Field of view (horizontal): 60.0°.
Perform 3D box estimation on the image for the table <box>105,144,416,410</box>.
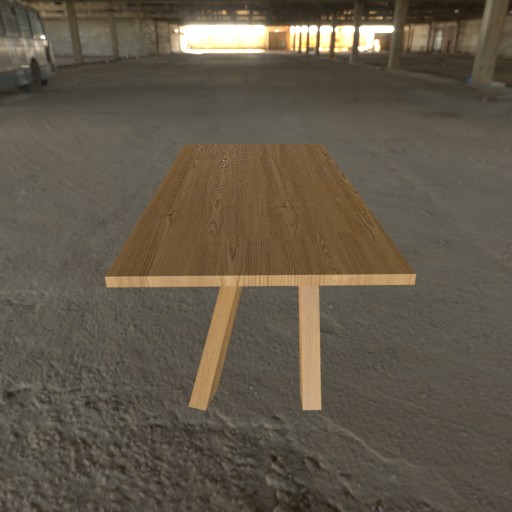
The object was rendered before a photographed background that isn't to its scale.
[{"bbox_3d":[0.000,0.000,2.251,0.901,0.750,1.797,0,26,-1],"label":"table"}]
